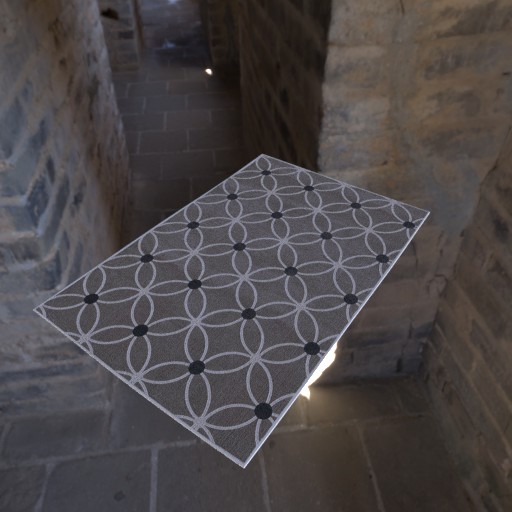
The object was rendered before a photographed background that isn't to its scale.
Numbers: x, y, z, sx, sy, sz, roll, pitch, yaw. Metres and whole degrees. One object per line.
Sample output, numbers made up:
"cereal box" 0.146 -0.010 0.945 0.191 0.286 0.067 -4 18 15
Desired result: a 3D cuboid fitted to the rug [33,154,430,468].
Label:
"rug" 0.000 0.000 2.890 1.522 0.008 2.284 25 47 26
